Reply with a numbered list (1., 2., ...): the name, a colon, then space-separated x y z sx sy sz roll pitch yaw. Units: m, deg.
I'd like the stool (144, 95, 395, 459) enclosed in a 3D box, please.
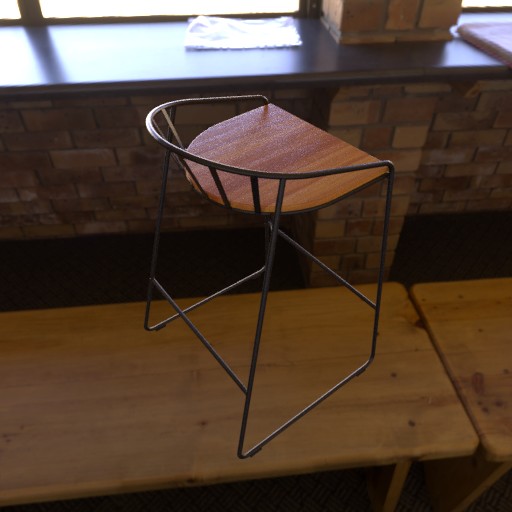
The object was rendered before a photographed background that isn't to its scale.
1. stool: 0.000 0.000 1.174 0.521 0.812 0.546 -27 48 -27
